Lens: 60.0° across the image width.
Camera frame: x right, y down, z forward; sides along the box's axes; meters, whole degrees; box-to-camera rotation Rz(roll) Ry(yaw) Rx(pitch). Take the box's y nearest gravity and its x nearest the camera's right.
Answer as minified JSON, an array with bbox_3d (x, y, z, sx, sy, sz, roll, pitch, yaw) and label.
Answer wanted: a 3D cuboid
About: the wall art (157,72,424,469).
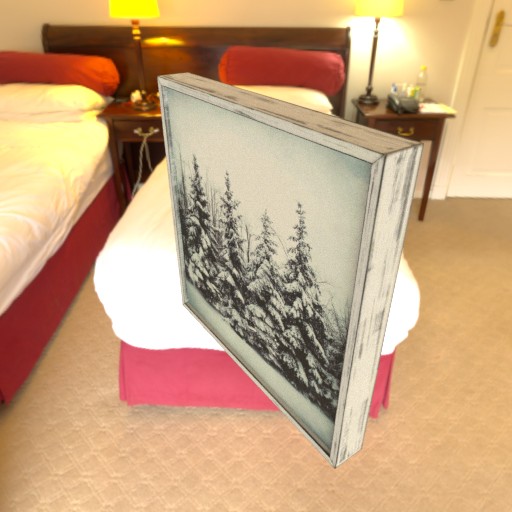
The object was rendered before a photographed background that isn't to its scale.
[{"bbox_3d":[0.000,0.000,0.448,0.036,0.303,0.303,-21,37,-30],"label":"wall art"}]
